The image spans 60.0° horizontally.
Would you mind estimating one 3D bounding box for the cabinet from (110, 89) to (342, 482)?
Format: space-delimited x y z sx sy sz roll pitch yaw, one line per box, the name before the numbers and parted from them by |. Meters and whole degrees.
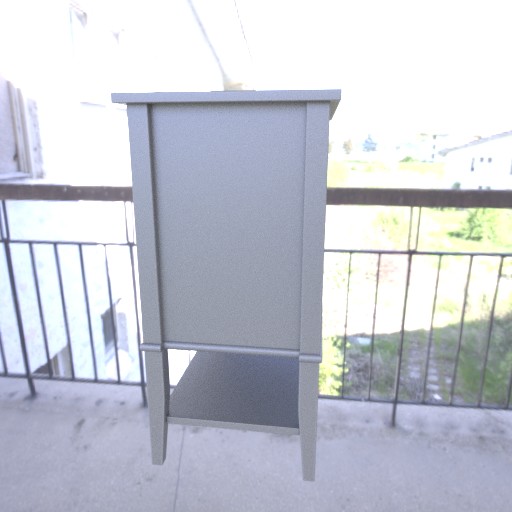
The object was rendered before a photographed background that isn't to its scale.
cabinet | 0.000 0.000 1.224 0.396 0.780 0.801 2 15 8
